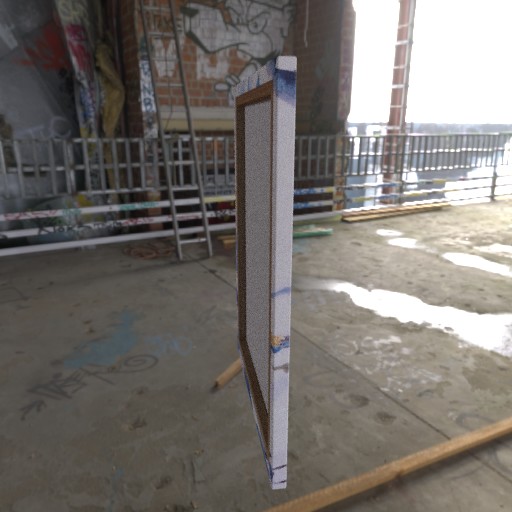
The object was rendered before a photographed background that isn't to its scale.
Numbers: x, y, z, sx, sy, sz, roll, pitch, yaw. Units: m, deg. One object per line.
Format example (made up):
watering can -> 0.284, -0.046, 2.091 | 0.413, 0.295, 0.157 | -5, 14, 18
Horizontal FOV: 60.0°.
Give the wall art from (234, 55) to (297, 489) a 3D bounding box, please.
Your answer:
wall art -> 0.000, 0.000, 1.342 | 0.038, 1.015, 0.761 | -3, 17, -9
